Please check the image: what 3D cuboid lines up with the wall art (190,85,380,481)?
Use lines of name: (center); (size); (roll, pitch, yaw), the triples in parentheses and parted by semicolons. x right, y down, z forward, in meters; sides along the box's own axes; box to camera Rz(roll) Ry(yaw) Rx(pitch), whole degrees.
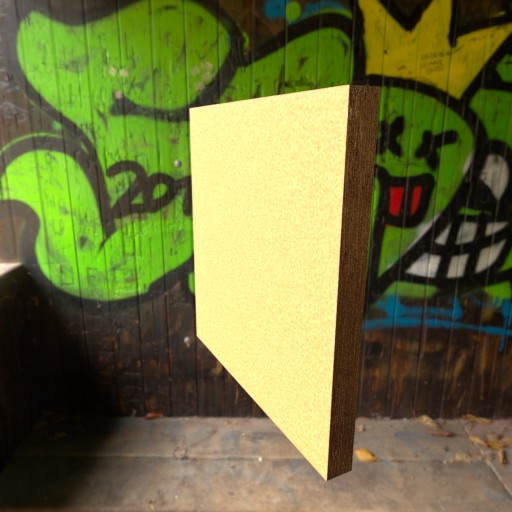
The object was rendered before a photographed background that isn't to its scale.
wall art: (0.000, 0.000, 0.608); (0.039, 0.403, 0.406); (-8, 17, -27)
